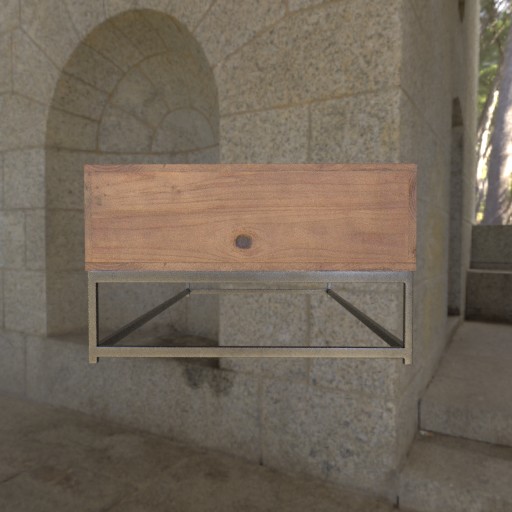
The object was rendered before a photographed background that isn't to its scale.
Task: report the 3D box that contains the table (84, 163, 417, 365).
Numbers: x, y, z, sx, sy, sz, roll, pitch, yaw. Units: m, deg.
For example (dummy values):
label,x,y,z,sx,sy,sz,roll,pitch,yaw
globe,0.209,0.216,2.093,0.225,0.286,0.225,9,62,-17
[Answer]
label,x,y,z,sx,sy,sz,roll,pitch,yaw
table,0.000,0.000,1.419,0.655,0.395,1.101,0,2,1
